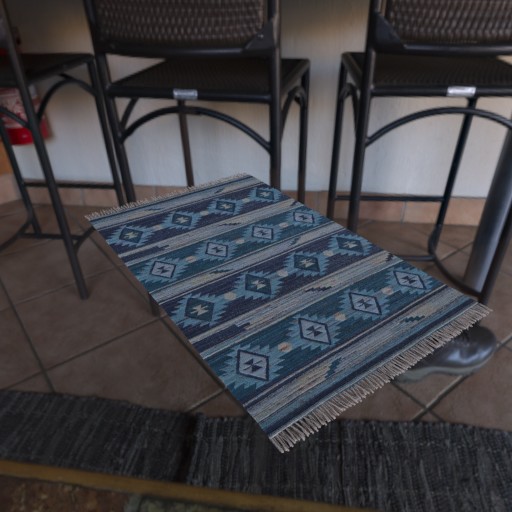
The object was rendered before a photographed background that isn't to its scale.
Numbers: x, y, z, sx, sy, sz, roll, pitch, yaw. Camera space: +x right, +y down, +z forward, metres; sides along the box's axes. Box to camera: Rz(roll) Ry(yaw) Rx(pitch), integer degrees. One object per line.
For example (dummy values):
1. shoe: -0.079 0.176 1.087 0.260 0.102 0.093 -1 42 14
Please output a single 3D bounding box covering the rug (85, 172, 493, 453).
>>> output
1. rug: 0.000 0.000 2.313 1.181 0.028 1.936 -21 39 -29
